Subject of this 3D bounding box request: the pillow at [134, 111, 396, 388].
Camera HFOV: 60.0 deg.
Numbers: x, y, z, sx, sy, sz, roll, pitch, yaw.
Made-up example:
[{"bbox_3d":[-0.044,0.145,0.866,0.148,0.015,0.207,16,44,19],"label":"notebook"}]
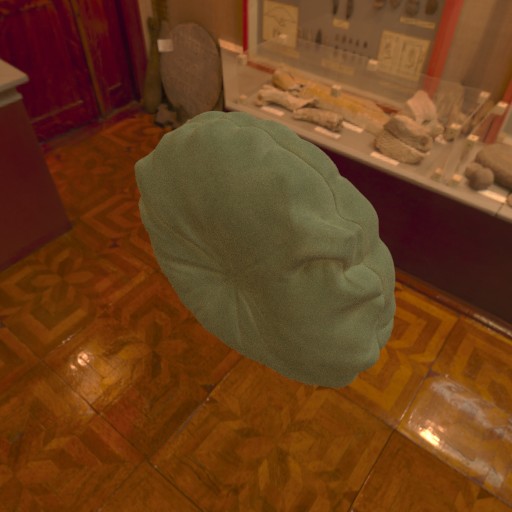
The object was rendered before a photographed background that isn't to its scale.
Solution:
[{"bbox_3d":[0.000,0.000,0.635,0.428,0.407,0.148,31,53,27],"label":"pillow"}]
